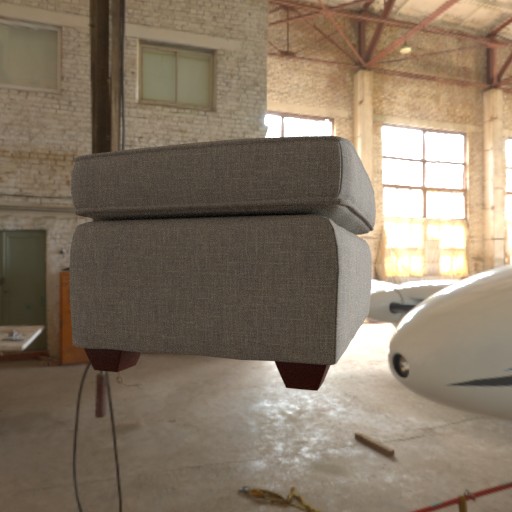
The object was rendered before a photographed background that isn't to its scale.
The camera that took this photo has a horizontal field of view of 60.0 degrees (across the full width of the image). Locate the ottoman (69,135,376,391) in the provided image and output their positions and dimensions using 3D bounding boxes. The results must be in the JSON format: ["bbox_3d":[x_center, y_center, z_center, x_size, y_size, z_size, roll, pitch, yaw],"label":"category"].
[{"bbox_3d":[0.000,0.000,1.125,0.559,0.457,0.762,0,-1,18],"label":"ottoman"}]
